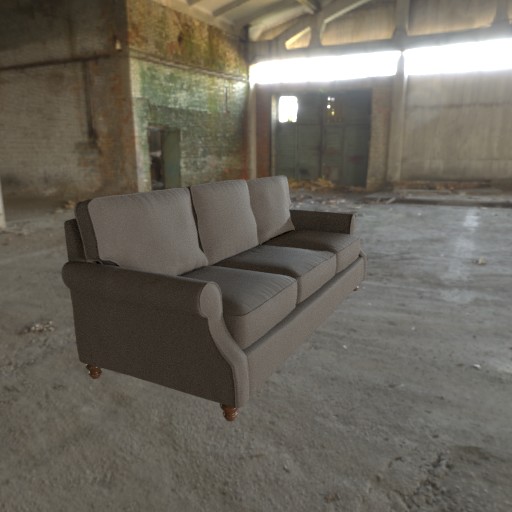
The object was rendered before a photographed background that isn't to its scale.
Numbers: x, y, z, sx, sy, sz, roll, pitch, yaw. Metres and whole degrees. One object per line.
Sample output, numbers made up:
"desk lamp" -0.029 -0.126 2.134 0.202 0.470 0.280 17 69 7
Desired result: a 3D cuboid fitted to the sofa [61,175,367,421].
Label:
"sofa" 0.000 0.000 2.884 0.966 0.948 2.353 7 15 26
